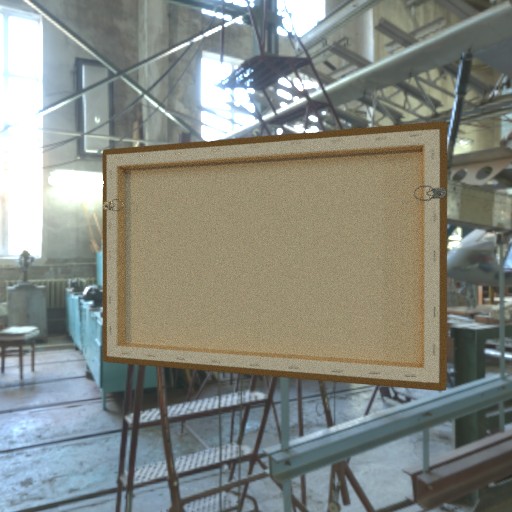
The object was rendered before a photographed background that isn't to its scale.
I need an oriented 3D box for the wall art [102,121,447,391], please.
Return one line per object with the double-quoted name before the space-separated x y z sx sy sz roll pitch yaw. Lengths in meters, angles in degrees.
"wall art" 0.000 0.000 0.479 0.380 0.254 0.019 0 0 18
